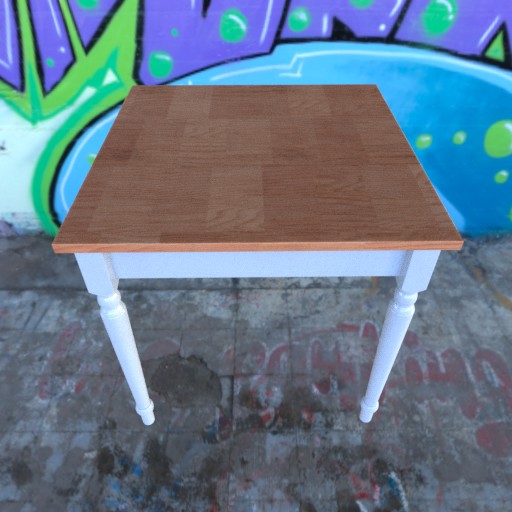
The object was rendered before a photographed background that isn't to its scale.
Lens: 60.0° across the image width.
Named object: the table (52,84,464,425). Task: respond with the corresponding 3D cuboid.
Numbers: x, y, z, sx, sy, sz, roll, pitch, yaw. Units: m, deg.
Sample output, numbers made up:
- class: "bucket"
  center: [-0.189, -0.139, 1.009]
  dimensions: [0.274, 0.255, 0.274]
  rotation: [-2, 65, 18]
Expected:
- class: "table"
  center: [0.000, 0.000, 1.325]
  dimensions: [0.747, 0.738, 0.747]
  rotation: [0, 42, -1]
